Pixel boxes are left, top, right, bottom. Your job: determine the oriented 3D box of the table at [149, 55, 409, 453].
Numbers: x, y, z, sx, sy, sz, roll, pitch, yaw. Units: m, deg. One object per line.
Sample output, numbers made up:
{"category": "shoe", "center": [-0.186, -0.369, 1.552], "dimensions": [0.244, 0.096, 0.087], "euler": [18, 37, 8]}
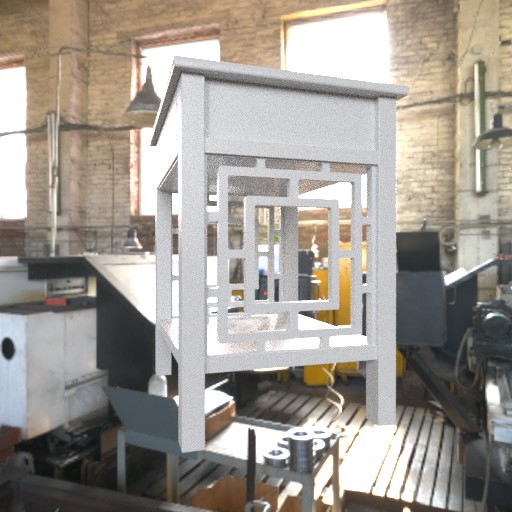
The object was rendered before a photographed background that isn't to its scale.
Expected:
{"category": "table", "center": [0.000, 0.000, 1.043], "dimensions": [0.451, 0.646, 0.564], "euler": [0, 0, -17]}
